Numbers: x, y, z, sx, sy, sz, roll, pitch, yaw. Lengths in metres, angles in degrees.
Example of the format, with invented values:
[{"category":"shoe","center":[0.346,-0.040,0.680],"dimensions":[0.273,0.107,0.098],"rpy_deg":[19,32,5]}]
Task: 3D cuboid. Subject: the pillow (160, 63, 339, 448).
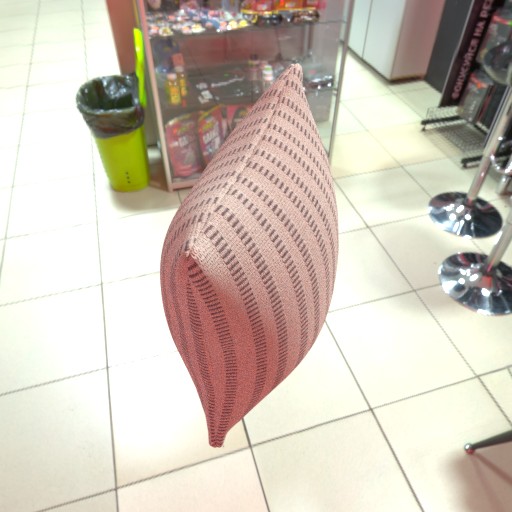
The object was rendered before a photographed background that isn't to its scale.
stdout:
[{"category":"pillow","center":[0.000,0.000,0.673],"dimensions":[0.247,0.419,0.438],"rpy_deg":[12,47,11]}]
